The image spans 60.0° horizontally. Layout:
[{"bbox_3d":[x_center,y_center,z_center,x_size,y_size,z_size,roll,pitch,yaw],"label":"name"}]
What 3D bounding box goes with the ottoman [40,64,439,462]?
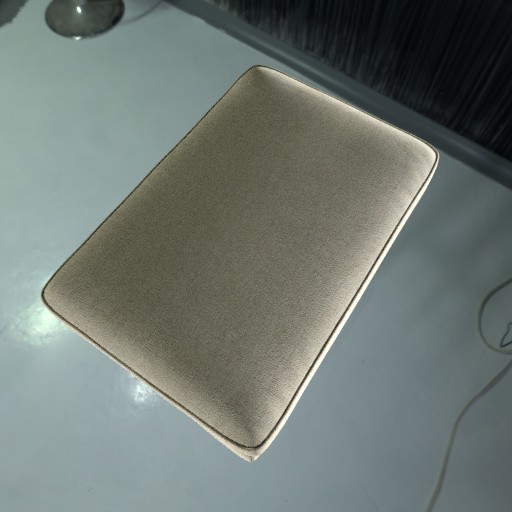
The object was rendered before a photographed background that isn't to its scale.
[{"bbox_3d":[0.000,0.000,1.200,0.583,0.484,0.862,31,68,14],"label":"ottoman"}]
